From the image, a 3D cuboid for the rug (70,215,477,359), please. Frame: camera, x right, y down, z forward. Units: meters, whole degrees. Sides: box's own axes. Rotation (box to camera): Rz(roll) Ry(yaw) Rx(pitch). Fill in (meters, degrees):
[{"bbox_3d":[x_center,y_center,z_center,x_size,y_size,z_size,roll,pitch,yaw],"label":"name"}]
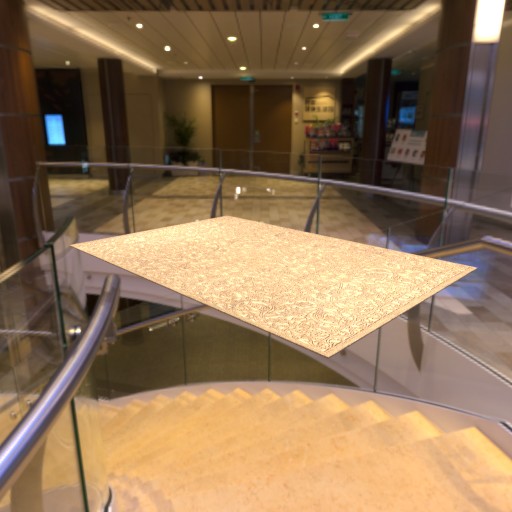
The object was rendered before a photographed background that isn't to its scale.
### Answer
[{"bbox_3d":[0.000,0.000,2.362,1.827,0.006,1.221,16,23,43],"label":"rug"}]
